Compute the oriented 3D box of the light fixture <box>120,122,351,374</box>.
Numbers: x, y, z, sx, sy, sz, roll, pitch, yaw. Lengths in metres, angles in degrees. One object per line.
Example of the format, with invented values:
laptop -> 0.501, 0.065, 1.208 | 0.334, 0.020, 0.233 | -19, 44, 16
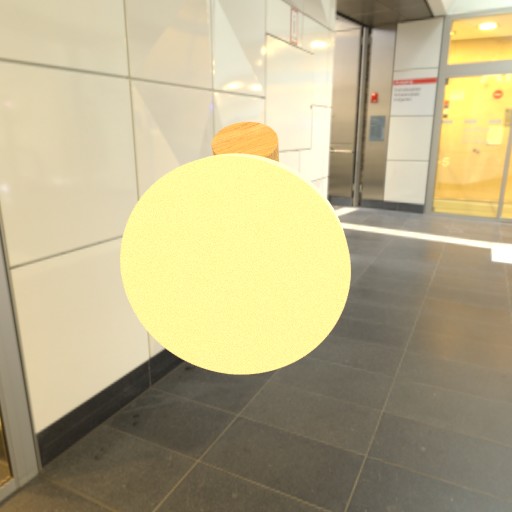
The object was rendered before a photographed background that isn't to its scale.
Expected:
light fixture -> 0.000, 0.000, 0.346 | 0.127, 0.199, 0.209 | 2, 16, 7
